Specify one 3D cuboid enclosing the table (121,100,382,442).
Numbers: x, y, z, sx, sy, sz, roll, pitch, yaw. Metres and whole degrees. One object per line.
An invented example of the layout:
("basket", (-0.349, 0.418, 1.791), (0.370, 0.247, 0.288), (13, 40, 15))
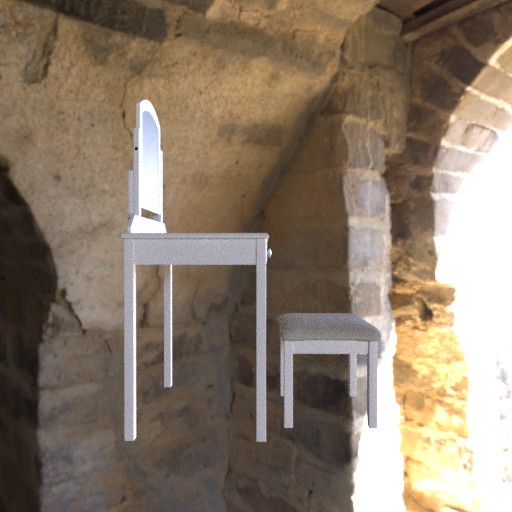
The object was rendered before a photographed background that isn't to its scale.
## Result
("table", (0.000, 0.000, 2.357), (1.211, 1.631, 0.876), (0, 0, 1))
